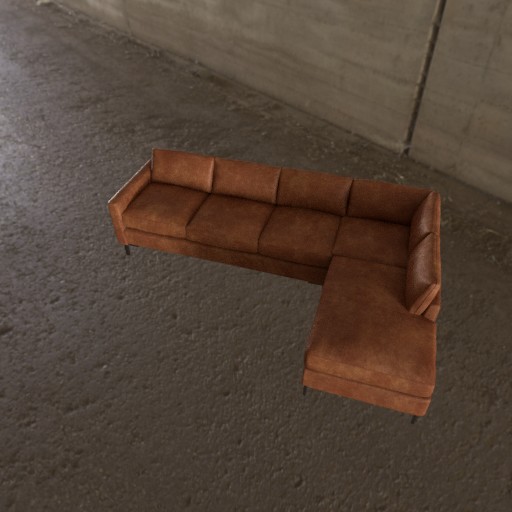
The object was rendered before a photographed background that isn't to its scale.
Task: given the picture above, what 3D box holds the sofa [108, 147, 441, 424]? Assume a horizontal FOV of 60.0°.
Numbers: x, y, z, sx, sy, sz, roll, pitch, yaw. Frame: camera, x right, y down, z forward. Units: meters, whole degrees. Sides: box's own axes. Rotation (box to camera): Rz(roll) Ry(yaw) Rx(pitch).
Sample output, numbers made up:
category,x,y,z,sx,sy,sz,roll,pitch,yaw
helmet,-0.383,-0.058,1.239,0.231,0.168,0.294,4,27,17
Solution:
category,x,y,z,sx,sy,sz,roll,pitch,yaw
sofa,0.000,0.000,3.854,2.984,0.877,1.938,11,42,13
